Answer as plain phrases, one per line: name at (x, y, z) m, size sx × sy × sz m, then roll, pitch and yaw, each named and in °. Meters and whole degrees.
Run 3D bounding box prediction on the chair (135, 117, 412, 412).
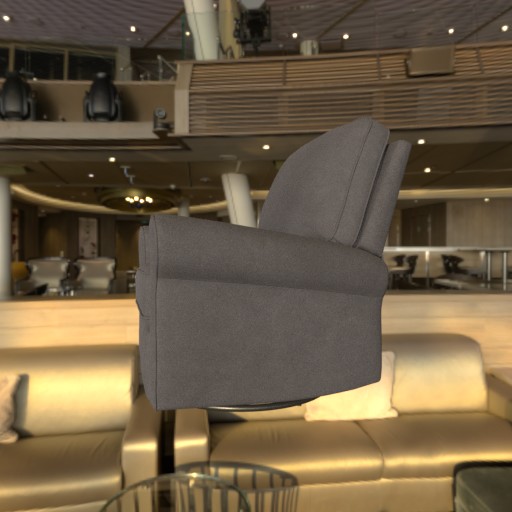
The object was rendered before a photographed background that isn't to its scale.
chair at (0.000, 0.000, 1.694) m, size 0.878 × 0.961 × 0.890 m, roll 0°, pitch 1°, yaw -17°
